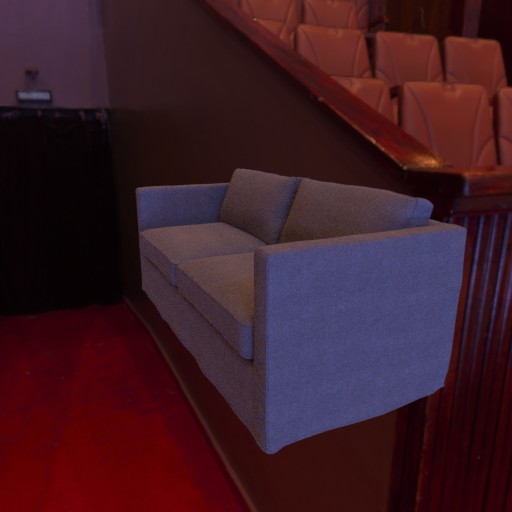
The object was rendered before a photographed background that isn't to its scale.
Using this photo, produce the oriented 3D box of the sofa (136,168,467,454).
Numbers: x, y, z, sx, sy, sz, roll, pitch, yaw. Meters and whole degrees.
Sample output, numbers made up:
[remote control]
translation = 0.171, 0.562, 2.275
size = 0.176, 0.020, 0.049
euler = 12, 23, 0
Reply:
[sofa]
translation = 0.000, 0.000, 2.484
size = 0.953, 0.855, 1.982
euler = -8, 17, -26
